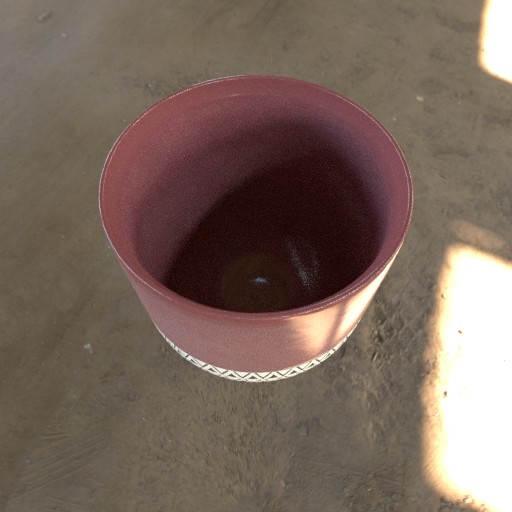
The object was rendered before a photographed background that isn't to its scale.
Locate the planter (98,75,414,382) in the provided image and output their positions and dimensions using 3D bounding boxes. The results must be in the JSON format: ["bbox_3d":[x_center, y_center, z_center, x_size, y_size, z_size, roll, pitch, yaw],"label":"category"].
[{"bbox_3d":[0.000,0.000,0.493,0.266,0.270,0.266,0,59,0],"label":"planter"}]
